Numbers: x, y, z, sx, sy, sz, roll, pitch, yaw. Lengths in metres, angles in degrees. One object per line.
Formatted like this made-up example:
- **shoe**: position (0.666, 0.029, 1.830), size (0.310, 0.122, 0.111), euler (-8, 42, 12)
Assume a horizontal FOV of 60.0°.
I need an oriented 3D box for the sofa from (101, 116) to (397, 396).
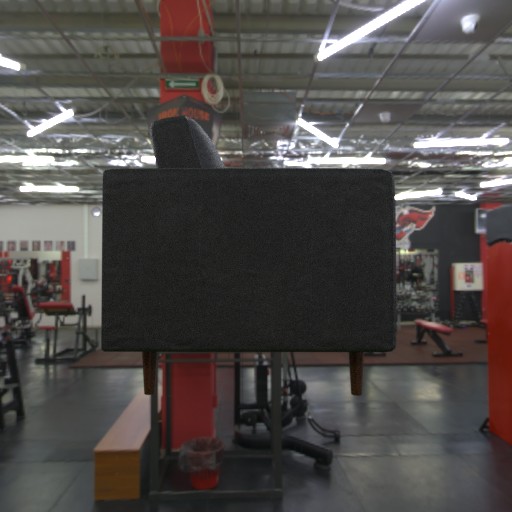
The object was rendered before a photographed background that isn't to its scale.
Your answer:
- **sofa**: position (0.000, 0.000, 1.987), size (0.879, 0.899, 1.430), euler (0, -1, 1)
